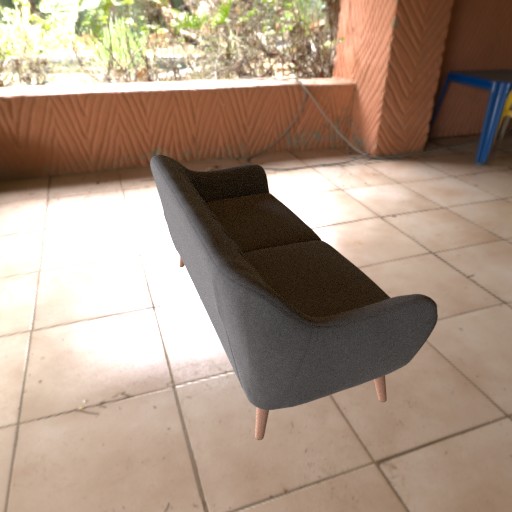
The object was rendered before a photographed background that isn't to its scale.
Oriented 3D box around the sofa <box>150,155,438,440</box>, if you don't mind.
[{"bbox_3d":[0.000,0.000,2.326,0.820,0.820,1.840,-10,30,-18],"label":"sofa"}]
